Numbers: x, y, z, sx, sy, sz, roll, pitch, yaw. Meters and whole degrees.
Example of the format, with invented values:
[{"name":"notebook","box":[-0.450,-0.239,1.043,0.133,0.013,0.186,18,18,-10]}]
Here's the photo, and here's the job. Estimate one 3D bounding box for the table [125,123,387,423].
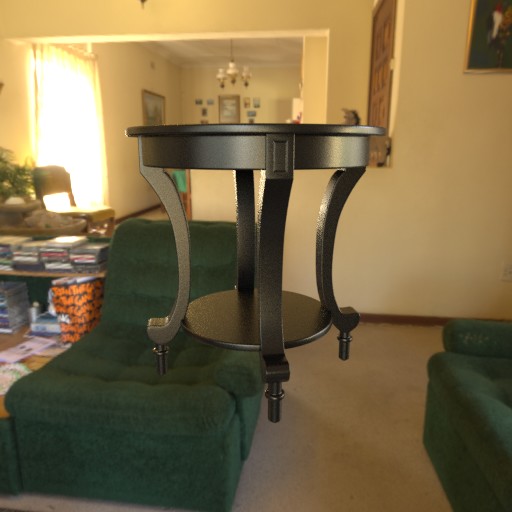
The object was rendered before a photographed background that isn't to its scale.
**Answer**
[{"name":"table","box":[0.000,0.000,1.125,0.597,0.618,0.597,0,14,0]}]
